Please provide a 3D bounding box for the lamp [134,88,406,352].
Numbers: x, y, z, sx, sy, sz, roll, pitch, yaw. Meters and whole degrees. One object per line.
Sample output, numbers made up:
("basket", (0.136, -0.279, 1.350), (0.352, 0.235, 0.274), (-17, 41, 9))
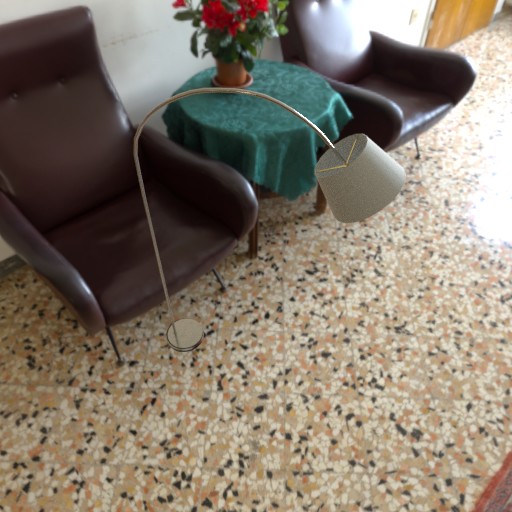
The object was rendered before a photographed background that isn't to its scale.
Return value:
("lamp", (0.000, 0.000, 2.702), (1.445, 2.098, 0.406), (8, 47, 8))
